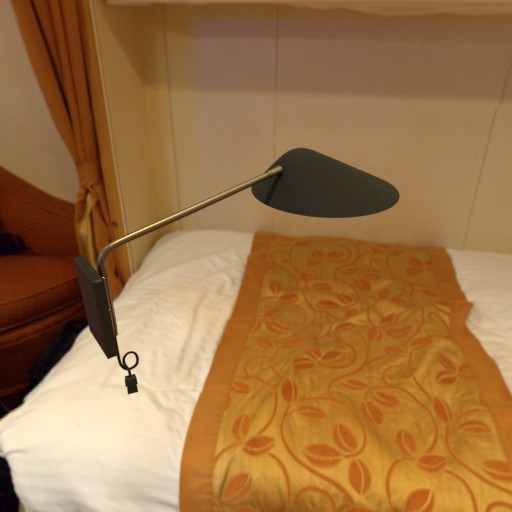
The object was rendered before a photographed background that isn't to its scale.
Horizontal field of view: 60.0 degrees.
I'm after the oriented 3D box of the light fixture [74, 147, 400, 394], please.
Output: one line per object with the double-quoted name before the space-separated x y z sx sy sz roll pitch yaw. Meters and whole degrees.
"light fixture" 0.000 0.000 0.696 0.516 0.312 0.240 -19 33 -31
